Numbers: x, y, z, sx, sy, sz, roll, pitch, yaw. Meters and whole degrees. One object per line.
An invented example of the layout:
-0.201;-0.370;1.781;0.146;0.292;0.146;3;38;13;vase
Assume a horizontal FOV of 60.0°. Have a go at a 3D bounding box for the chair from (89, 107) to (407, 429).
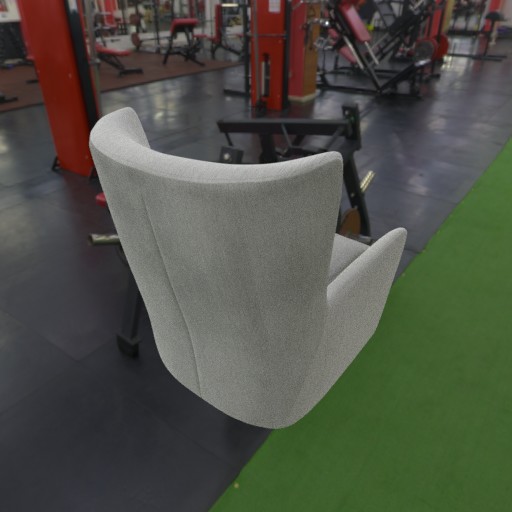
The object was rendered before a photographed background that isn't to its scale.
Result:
0.000;0.000;1.586;0.779;1.000;0.904;22;37;32;chair
